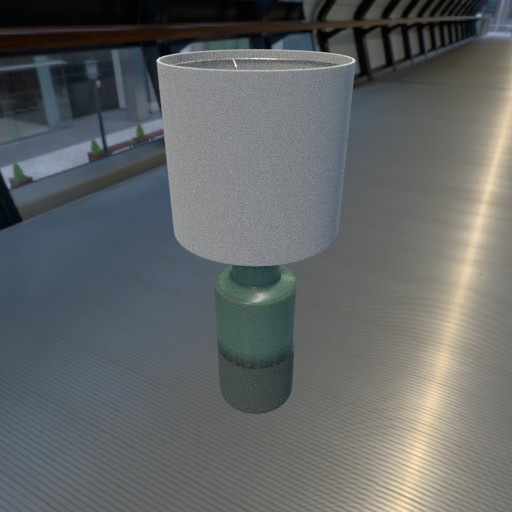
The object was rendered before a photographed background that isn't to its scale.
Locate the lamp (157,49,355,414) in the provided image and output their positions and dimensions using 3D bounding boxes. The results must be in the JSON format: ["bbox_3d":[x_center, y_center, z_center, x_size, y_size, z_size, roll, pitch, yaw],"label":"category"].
[{"bbox_3d":[0.000,0.000,0.602,0.212,0.493,0.212,-8,31,-14],"label":"lamp"}]
